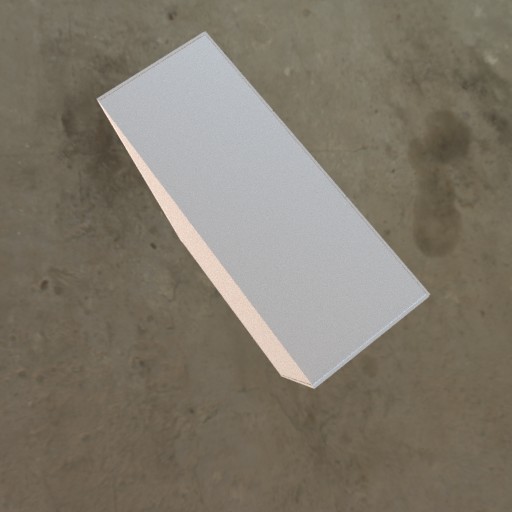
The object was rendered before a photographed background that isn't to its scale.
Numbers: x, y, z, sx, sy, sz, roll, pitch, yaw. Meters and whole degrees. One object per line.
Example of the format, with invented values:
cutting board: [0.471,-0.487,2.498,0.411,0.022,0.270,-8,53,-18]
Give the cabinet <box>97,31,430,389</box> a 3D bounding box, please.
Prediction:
cabinet: [0.000,0.000,2.483,0.510,1.910,1.290,-36,79,-8]
